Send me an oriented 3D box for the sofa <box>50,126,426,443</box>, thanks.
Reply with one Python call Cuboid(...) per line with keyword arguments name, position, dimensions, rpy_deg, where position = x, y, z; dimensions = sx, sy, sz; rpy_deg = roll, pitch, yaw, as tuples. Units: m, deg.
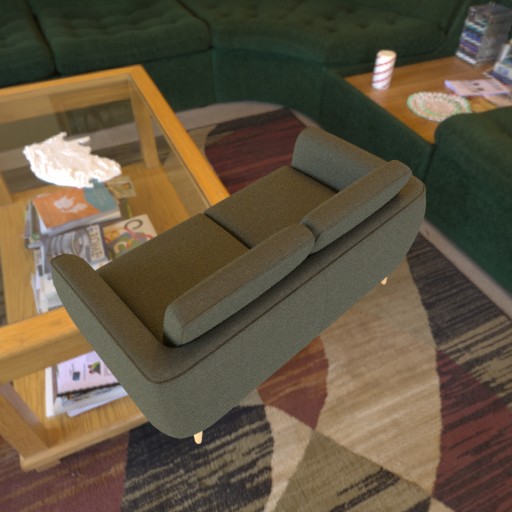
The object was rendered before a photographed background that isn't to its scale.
Cuboid(name="sofa", position=(0.000, 0.000, 2.215), dimensions=(1.700, 0.850, 0.920), rpy_deg=(-33, 55, -28))
